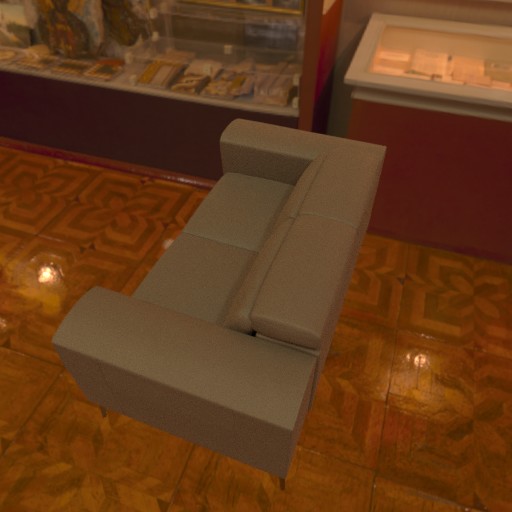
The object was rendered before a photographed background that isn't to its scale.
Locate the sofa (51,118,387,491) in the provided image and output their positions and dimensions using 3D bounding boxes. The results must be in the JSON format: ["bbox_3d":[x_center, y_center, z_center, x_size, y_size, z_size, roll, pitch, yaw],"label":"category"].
[{"bbox_3d":[0.000,0.000,2.349,1.003,0.779,1.895,15,47,15],"label":"sofa"}]
